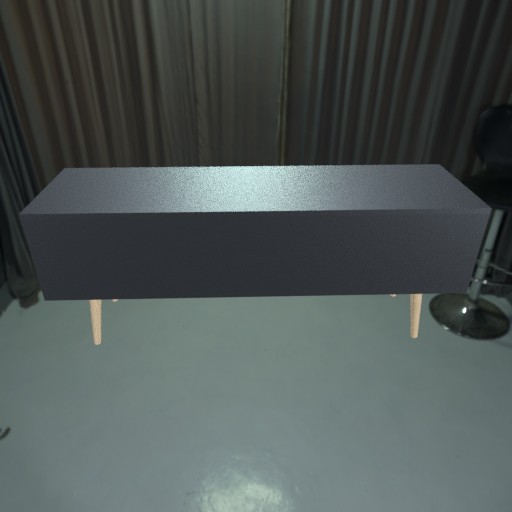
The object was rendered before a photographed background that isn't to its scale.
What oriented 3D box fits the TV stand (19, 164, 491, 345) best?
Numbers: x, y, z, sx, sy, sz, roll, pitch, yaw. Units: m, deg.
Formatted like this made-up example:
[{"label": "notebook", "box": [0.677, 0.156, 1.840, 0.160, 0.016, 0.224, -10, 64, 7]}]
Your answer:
[{"label": "TV stand", "box": [0.000, 0.000, 1.527, 1.312, 0.518, 0.390, -1, 31, -2]}]
